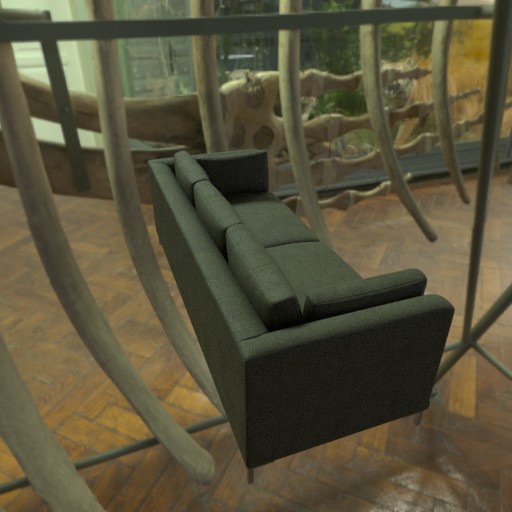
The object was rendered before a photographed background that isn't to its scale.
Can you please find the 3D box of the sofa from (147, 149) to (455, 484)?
[{"bbox_3d":[0.000,0.000,2.869,0.969,0.867,2.415,-11,32,-17],"label":"sofa"}]
